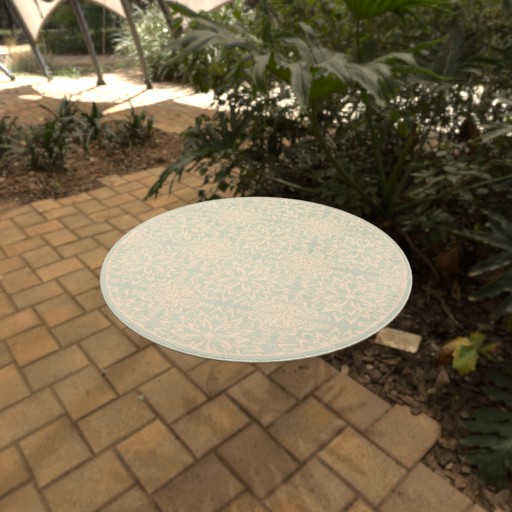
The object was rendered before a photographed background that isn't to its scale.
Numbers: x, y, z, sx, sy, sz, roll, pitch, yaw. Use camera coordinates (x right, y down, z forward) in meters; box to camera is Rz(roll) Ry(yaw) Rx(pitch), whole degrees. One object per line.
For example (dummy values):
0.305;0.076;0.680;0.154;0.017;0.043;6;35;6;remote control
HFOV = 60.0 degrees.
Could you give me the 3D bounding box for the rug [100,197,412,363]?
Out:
0.000;0.000;2.361;1.593;0.012;1.593;0;30;0;rug
